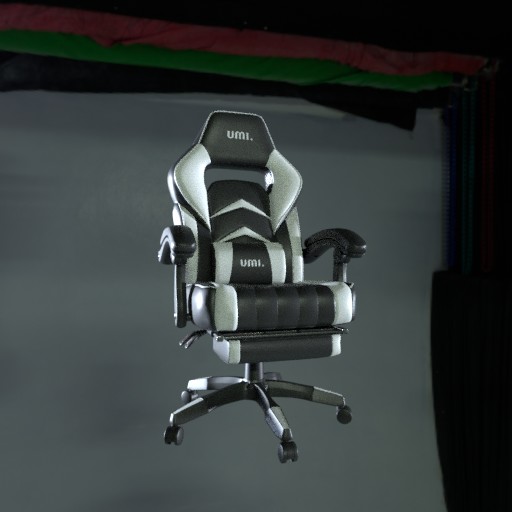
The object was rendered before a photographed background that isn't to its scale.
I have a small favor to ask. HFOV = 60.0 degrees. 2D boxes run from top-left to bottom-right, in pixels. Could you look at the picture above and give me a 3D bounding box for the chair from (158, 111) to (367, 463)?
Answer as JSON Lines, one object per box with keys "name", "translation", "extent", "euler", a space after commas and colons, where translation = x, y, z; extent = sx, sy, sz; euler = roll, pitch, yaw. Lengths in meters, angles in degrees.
{"name": "chair", "translation": [0.000, 0.000, 1.602], "extent": [0.676, 1.200, 0.700], "euler": [0, 0, -17]}
